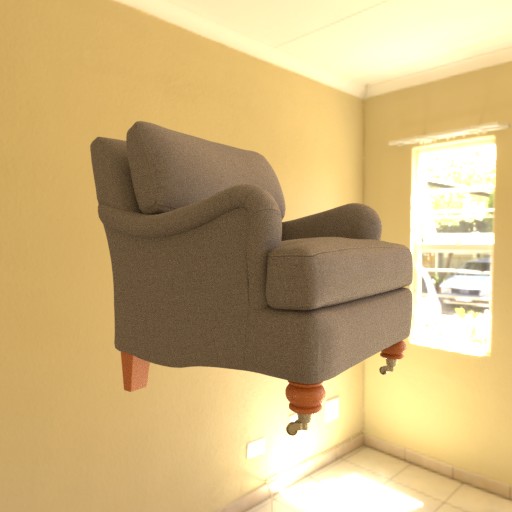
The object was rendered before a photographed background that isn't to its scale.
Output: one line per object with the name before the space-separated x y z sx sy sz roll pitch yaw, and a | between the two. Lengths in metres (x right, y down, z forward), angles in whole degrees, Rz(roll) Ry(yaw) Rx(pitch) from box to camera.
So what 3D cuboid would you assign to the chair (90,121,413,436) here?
chair | 0.000 0.000 1.848 1.070 1.038 0.955 1 2 36
